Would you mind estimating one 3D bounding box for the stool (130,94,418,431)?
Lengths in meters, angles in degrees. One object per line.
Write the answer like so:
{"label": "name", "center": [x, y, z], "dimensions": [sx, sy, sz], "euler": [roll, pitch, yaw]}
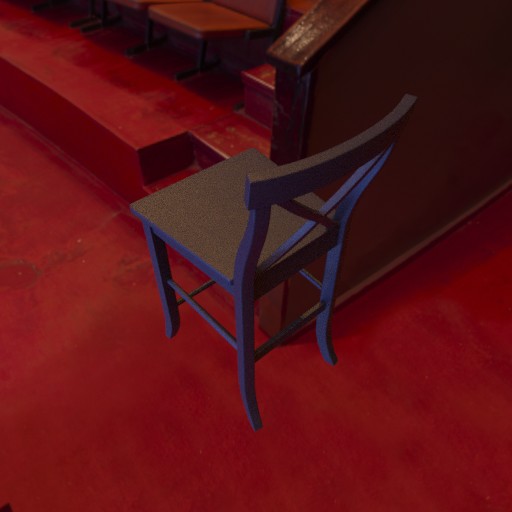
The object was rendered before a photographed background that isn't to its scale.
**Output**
{"label": "stool", "center": [0.000, 0.000, 1.267], "dimensions": [0.452, 0.989, 0.559], "euler": [-32, 53, -27]}
